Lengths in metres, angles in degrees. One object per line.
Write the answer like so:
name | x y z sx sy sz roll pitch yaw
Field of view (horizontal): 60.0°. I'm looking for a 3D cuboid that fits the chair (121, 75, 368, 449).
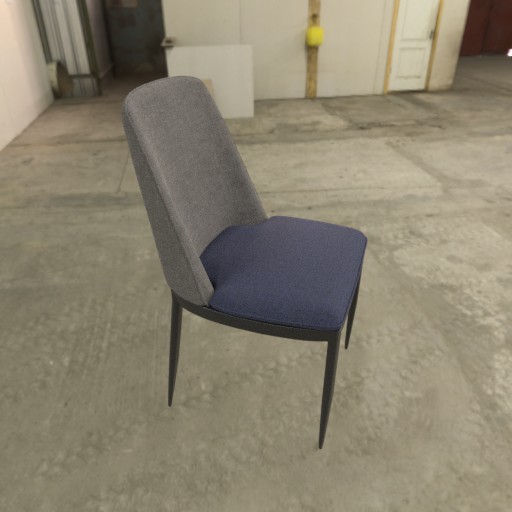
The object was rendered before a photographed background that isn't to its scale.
chair | 0.000 0.000 1.189 0.550 0.855 0.488 10 33 17
